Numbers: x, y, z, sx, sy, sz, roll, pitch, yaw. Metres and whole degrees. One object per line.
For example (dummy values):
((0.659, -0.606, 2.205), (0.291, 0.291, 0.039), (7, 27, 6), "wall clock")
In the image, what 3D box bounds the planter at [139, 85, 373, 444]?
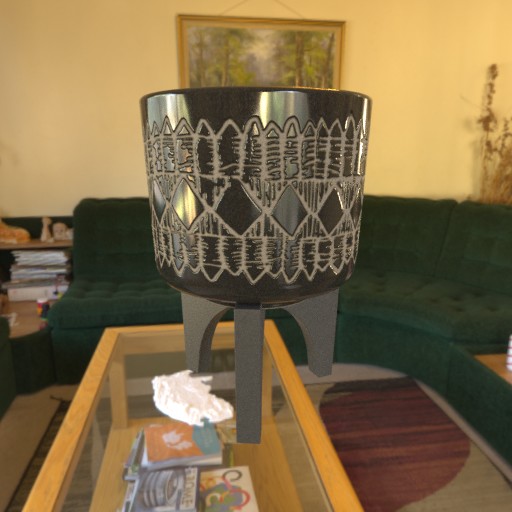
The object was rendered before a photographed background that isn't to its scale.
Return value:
((0.000, 0.000, 0.532), (0.251, 0.355, 0.251), (-7, 15, -25), "planter")
